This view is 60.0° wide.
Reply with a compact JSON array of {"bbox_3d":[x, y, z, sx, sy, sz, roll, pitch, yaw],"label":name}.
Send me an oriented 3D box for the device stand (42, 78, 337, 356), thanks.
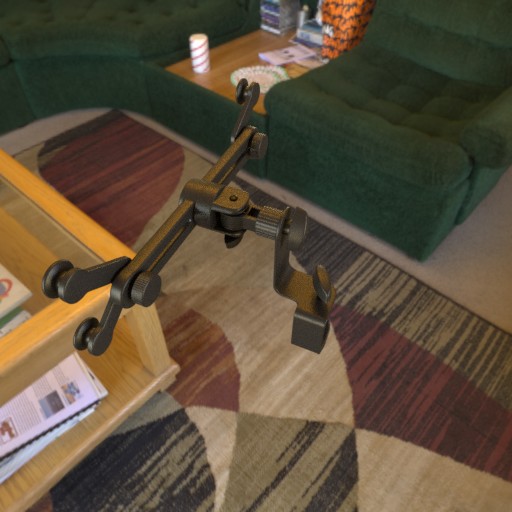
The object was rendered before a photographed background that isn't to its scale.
[{"bbox_3d":[0.000,0.000,0.366,0.142,0.166,0.270,18,50,16],"label":"device stand"}]
